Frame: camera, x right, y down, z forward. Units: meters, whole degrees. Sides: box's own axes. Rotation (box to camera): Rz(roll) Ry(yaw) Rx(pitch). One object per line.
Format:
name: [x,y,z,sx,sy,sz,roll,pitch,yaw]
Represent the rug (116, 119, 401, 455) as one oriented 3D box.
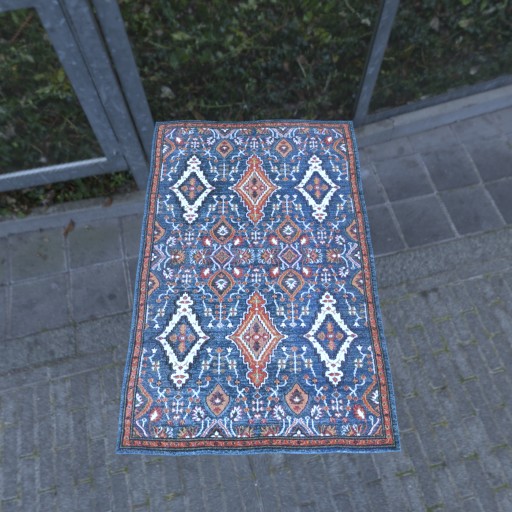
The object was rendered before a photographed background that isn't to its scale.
rug: [0.000,0.000,2.257,1.195,0.014,1.847,-1,63,0]
